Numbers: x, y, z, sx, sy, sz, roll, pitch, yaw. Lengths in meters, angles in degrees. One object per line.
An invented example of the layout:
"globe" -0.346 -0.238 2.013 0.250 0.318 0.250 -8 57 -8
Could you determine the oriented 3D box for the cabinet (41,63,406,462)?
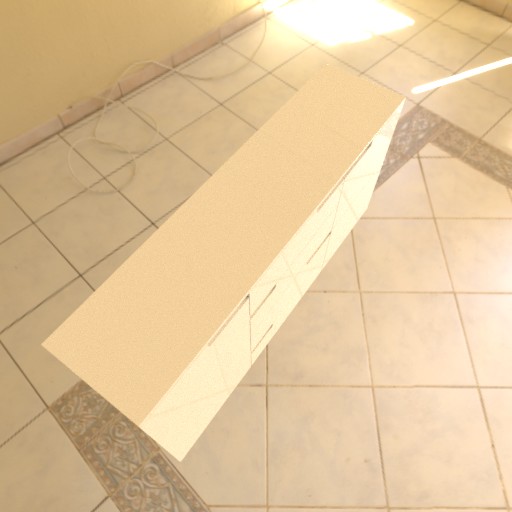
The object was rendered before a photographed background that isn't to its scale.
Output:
"cabinet" 0.000 0.000 1.954 0.400 0.800 1.650 31 64 18
